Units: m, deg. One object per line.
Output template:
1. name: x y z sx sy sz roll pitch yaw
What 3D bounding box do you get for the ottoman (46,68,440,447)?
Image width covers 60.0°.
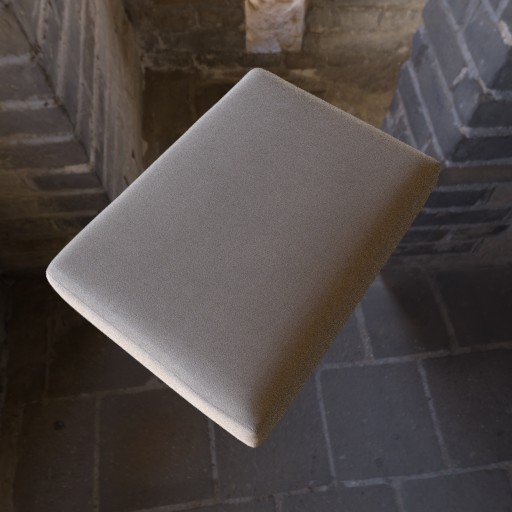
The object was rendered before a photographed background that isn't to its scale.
1. ottoman: 0.000 0.000 1.150 0.569 0.504 0.773 33 68 15
